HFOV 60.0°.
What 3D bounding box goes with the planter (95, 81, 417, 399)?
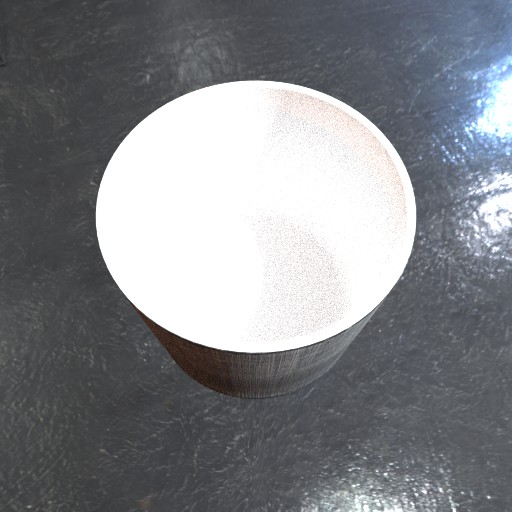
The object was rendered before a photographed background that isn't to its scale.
[{"bbox_3d":[0.000,0.000,0.454,0.254,0.221,0.254,0,64,0],"label":"planter"}]
